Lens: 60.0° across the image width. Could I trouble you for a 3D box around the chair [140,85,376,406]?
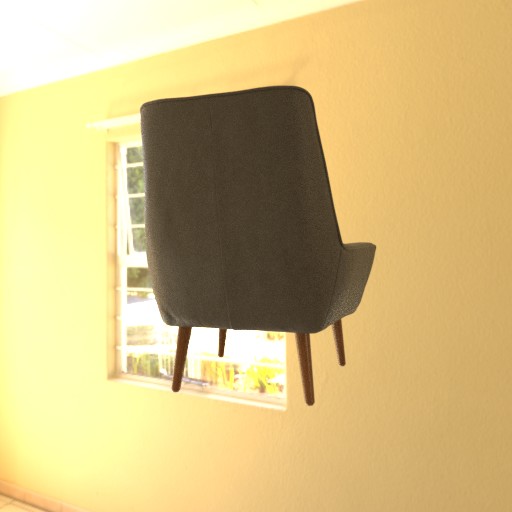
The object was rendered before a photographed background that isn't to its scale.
[{"bbox_3d":[0.000,0.000,1.550,0.787,0.888,0.822,0,0,17],"label":"chair"}]
